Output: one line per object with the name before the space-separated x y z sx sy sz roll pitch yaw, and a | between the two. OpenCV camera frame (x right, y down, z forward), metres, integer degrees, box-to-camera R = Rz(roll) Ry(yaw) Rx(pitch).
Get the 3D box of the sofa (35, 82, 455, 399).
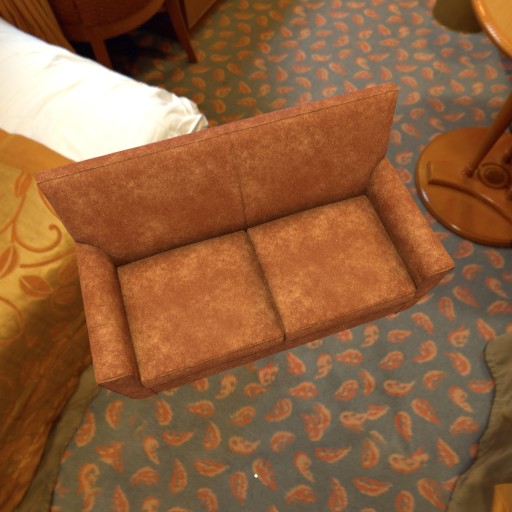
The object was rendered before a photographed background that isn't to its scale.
sofa | 0.000 0.000 1.969 1.473 0.871 0.787 -17 65 -8
